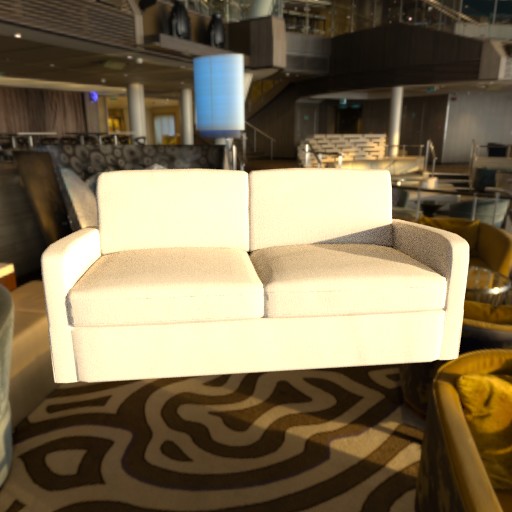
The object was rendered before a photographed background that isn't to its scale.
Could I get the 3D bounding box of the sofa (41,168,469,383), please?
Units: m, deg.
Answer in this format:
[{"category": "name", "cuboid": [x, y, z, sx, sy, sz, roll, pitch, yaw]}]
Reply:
[{"category": "sofa", "cuboid": [0.000, 0.000, 2.245, 1.808, 0.831, 0.894, -2, 15, -6]}]
